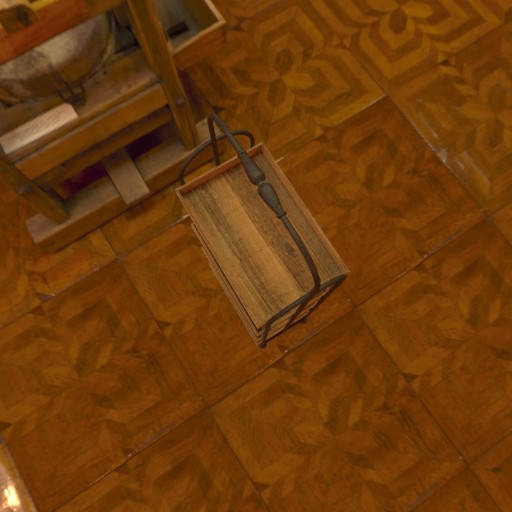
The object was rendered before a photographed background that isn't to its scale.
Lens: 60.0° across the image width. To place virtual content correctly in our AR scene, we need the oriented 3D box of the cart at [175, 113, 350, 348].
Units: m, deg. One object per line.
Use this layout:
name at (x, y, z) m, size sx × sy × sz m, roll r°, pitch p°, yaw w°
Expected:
cart at (0.000, 0.000, 1.676) m, size 0.308 × 1.481 × 0.581 m, roll -30°, pitch 78°, yaw -7°
